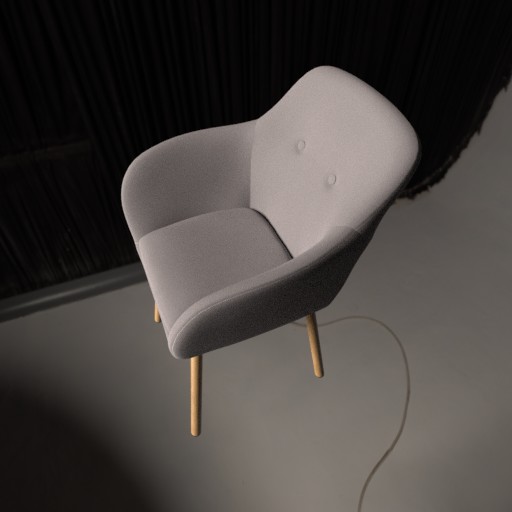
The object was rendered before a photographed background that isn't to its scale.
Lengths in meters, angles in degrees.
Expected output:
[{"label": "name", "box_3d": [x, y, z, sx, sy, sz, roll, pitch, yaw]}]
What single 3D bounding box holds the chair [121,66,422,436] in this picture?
[{"label": "chair", "box_3d": [0.000, 0.000, 1.198, 0.590, 0.830, 0.570, -17, 48, -16]}]
